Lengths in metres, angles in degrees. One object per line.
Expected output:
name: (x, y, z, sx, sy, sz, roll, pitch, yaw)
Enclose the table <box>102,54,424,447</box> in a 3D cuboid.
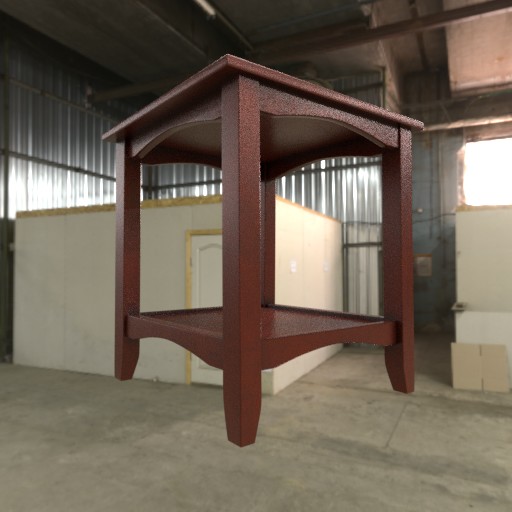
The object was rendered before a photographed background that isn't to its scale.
table: (0.000, 0.000, 0.967, 0.522, 0.558, 0.523, 1, -1, -36)
